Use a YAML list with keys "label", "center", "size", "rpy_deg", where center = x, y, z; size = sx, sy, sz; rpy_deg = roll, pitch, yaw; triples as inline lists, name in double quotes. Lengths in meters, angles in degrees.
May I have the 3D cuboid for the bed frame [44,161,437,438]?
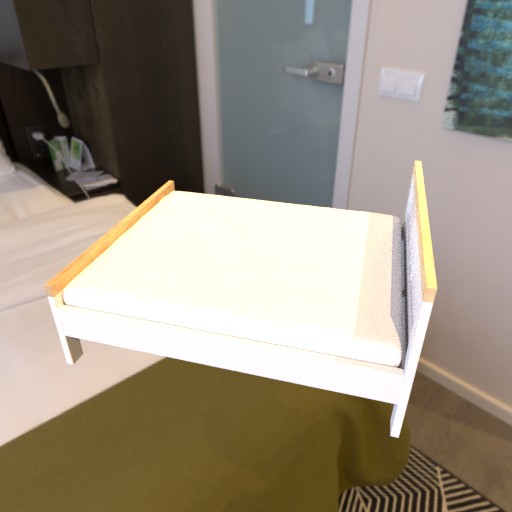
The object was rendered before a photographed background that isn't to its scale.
- label: "bed frame"
  center: [0.000, 0.000, 3.044]
  size: [2.050, 0.980, 1.670]
  rpy_deg: [8, 32, 13]
